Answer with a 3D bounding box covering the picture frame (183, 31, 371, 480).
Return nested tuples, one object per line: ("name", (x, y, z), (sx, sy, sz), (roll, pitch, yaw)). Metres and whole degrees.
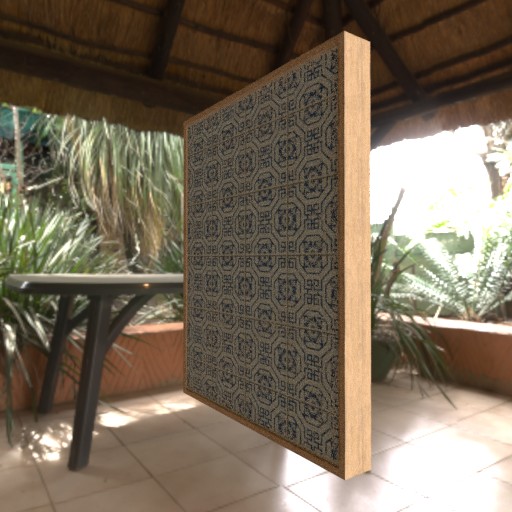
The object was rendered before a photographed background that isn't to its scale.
("picture frame", (0.000, 0.000, 0.703), (0.046, 0.526, 0.421), (0, -1, -35))
